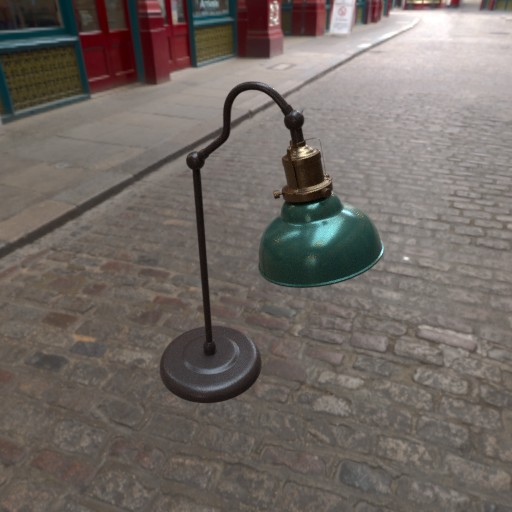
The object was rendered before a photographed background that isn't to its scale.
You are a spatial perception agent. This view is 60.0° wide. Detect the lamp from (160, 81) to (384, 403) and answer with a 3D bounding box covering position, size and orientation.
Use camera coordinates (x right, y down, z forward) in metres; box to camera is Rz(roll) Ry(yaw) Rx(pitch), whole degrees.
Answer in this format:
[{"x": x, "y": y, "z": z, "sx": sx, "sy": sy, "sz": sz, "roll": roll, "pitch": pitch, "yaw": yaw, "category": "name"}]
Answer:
[{"x": 0.000, "y": 0.000, "z": 0.686, "sx": 0.374, "sy": 0.508, "sz": 0.192, "roll": 11, "pitch": 32, "yaw": 18, "category": "lamp"}]
